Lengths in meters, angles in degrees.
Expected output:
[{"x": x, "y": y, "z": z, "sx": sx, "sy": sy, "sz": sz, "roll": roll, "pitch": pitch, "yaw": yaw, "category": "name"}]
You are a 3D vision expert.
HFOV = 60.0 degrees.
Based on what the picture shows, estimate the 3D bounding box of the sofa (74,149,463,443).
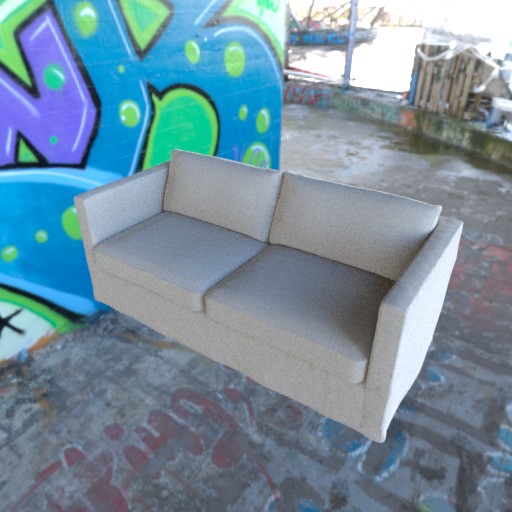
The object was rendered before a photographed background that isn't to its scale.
[{"x": 0.000, "y": 0.000, "z": 2.521, "sx": 1.959, "sy": 0.835, "sz": 0.962, "roll": 19, "pitch": 35, "yaw": 29, "category": "sofa"}]
